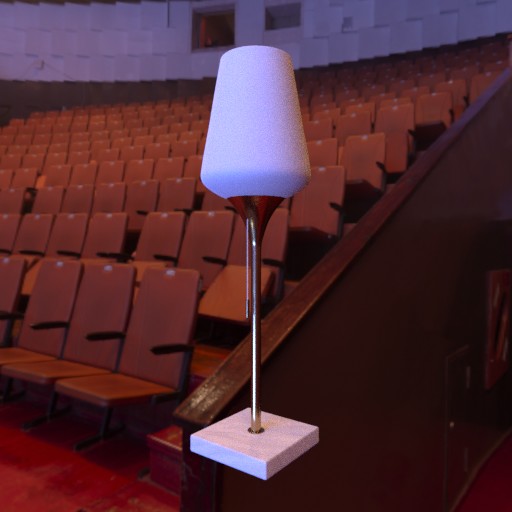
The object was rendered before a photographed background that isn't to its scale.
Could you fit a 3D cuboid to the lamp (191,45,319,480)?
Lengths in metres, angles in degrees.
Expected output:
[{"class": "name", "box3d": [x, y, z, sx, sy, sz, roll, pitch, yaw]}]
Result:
[{"class": "lamp", "box3d": [0.000, 0.000, 0.734, 0.181, 0.639, 0.181, 1, 2, 37]}]
